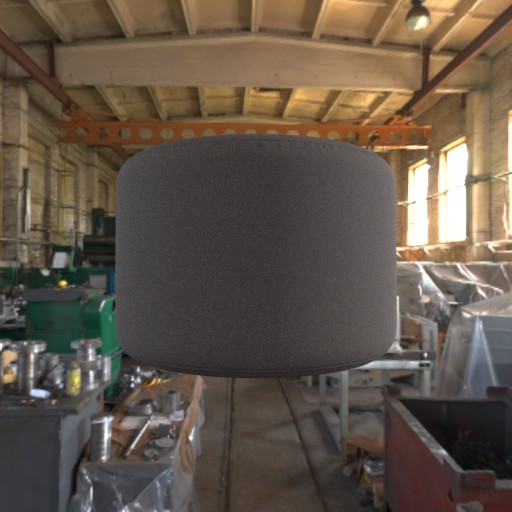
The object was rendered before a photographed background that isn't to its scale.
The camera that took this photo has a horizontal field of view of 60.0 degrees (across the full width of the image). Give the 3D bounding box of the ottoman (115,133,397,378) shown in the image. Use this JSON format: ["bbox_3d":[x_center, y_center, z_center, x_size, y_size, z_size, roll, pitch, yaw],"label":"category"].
[{"bbox_3d":[0.000,0.000,1.006,0.608,0.433,0.608,0,-1,0],"label":"ottoman"}]
